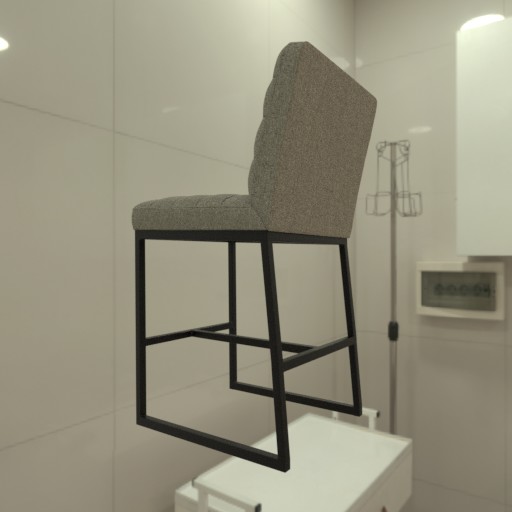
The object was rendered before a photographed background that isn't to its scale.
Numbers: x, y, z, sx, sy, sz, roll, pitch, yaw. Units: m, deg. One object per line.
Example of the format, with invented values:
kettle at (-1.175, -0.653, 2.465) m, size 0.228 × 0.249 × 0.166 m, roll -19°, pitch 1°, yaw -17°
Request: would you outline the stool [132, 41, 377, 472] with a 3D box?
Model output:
stool at (0.000, 0.000, 1.270) m, size 0.560 × 0.940 × 0.460 m, roll 0°, pitch 0°, yaw 35°
